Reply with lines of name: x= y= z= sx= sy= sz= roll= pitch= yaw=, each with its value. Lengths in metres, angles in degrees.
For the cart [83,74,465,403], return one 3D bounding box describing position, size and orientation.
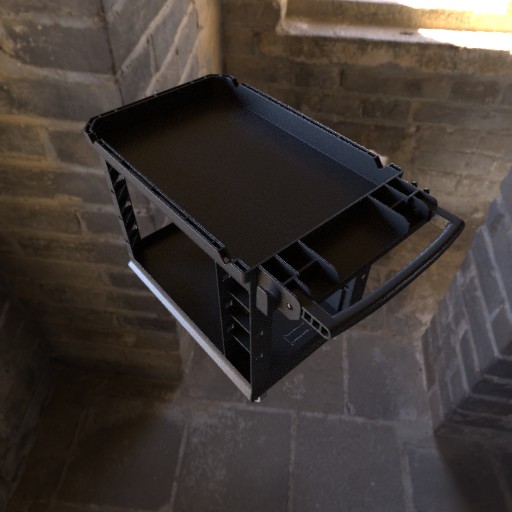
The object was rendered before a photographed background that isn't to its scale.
cart: x=0.000 y=0.000 z=1.766 sx=0.674 sy=0.884 sz=1.239 roll=-32 pitch=55 yaw=-27
